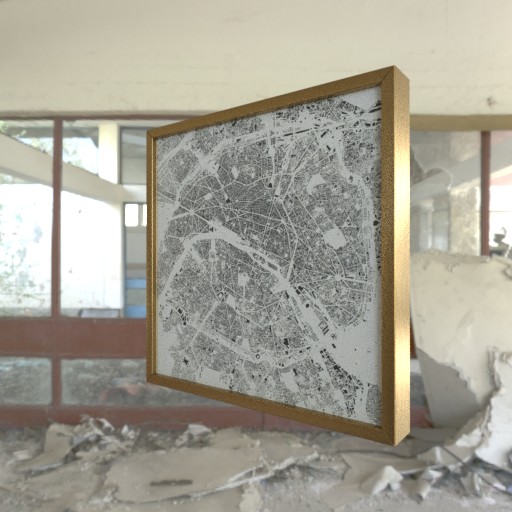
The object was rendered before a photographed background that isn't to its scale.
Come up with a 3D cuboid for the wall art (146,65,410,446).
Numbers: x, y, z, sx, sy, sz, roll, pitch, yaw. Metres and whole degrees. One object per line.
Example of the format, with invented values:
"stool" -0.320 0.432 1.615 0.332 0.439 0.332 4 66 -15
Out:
"wall art" 0.000 0.000 0.459 0.305 0.305 0.037 0 0 37
